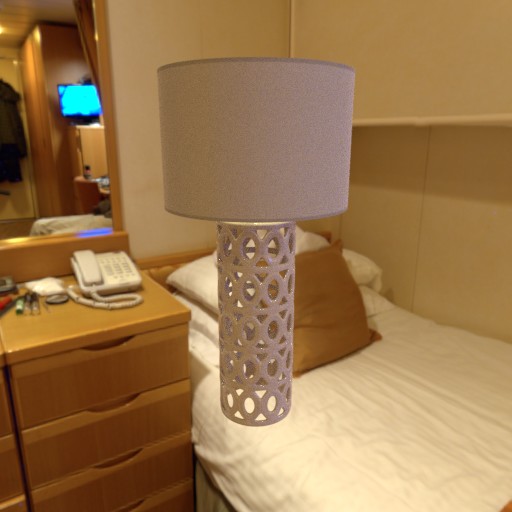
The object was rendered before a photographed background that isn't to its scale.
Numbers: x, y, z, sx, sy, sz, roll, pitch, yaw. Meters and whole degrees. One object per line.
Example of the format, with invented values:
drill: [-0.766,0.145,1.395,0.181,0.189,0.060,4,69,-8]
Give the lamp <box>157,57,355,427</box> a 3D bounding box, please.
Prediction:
lamp: [0.000,0.000,0.827,0.324,0.636,0.325,3,16,10]
